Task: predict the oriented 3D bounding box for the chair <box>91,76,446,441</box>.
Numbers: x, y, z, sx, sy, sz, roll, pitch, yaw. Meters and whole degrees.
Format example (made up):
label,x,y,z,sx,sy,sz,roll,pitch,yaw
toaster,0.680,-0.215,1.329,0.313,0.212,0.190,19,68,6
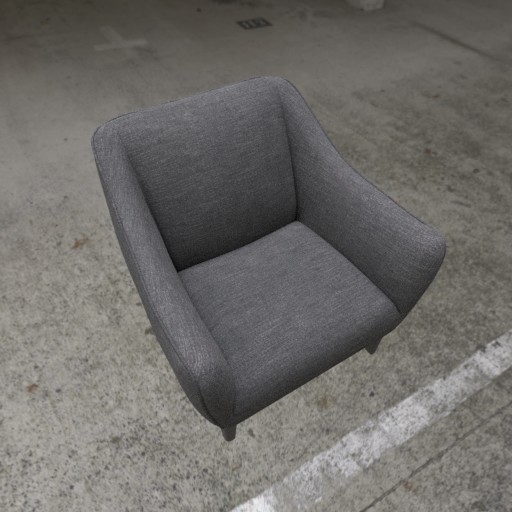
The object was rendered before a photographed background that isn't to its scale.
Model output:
label,x,y,z,sx,sy,sz,roll,pitch,yaw
chair,0.000,0.000,1.533,0.870,0.829,0.851,-24,52,-21
